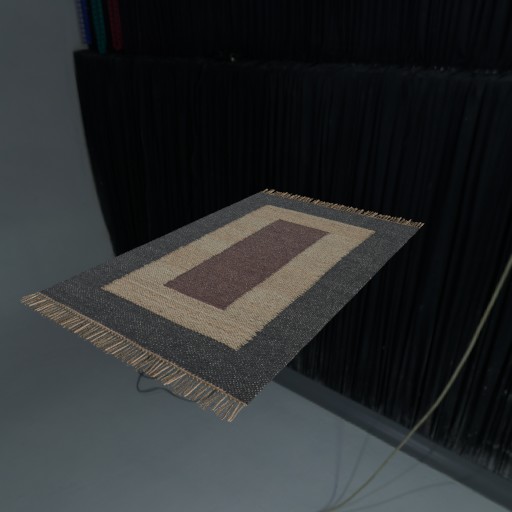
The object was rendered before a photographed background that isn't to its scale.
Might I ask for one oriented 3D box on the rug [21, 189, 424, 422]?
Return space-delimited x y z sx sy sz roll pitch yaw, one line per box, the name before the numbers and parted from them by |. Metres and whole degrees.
rug | 0.000 0.000 2.428 1.224 0.027 2.021 18 31 31
